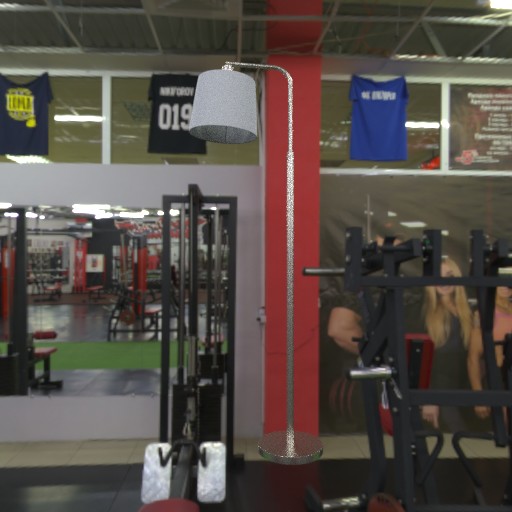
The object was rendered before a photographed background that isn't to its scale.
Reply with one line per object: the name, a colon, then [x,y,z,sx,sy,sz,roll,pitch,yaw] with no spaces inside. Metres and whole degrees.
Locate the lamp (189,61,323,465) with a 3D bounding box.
lamp: [0.000,0.000,1.687,0.508,1.478,0.254,0,0,0]
